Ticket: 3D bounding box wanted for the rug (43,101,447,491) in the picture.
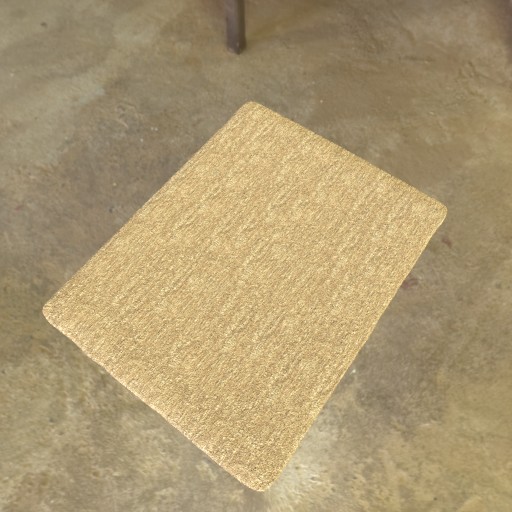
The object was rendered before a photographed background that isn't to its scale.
[{"bbox_3d":[0.000,0.000,3.731,2.242,0.050,2.873,33,68,15],"label":"rug"}]
